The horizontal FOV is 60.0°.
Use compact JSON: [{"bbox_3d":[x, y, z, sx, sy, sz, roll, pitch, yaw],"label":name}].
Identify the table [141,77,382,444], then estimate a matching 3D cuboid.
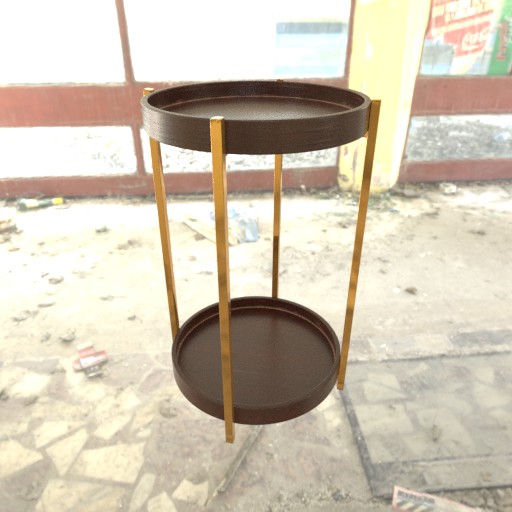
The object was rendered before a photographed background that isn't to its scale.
[{"bbox_3d":[0.000,0.000,0.874,0.400,0.610,0.400,7,30,13],"label":"table"}]
